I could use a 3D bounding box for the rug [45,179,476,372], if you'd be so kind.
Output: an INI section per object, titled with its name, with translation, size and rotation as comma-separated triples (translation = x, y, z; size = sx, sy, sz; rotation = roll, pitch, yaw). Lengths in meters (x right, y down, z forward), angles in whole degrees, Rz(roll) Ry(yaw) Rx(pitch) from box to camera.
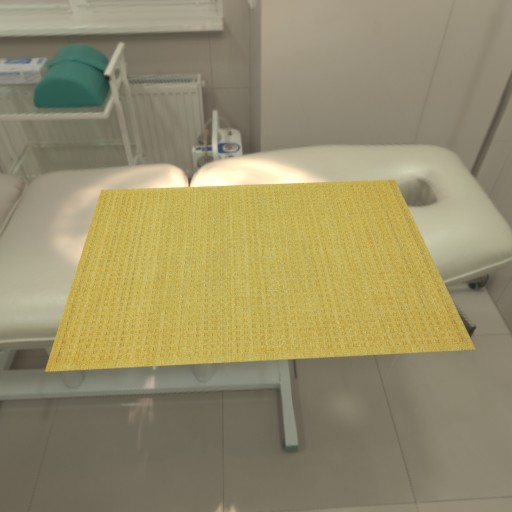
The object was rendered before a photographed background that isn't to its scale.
[rug]
translation = 0.000, 0.000, 3.672
size = 2.895, 0.006, 1.981
rotation = -2, 45, -2
